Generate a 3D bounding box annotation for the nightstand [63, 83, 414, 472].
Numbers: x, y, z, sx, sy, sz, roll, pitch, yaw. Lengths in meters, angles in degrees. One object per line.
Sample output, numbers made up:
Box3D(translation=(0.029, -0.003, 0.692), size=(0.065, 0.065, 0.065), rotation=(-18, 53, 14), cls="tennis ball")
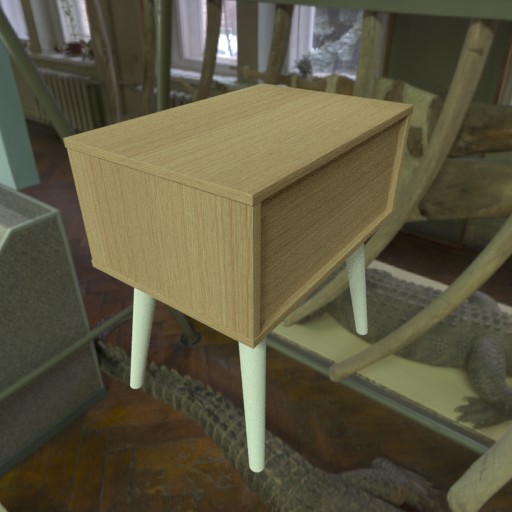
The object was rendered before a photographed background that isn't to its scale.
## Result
Box3D(translation=(0.000, 0.000, 0.998), size=(0.407, 0.610, 0.571), rotation=(21, 38, 30), cls="nightstand")
